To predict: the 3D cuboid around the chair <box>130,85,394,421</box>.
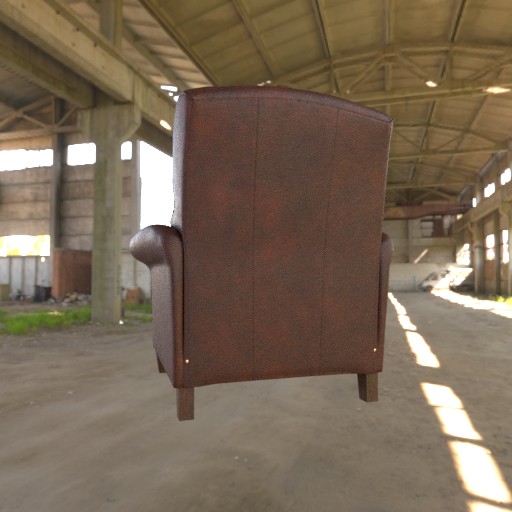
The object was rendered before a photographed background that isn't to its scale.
[{"bbox_3d":[0.000,0.000,1.820,0.978,1.061,0.902,1,-2,-17],"label":"chair"}]
